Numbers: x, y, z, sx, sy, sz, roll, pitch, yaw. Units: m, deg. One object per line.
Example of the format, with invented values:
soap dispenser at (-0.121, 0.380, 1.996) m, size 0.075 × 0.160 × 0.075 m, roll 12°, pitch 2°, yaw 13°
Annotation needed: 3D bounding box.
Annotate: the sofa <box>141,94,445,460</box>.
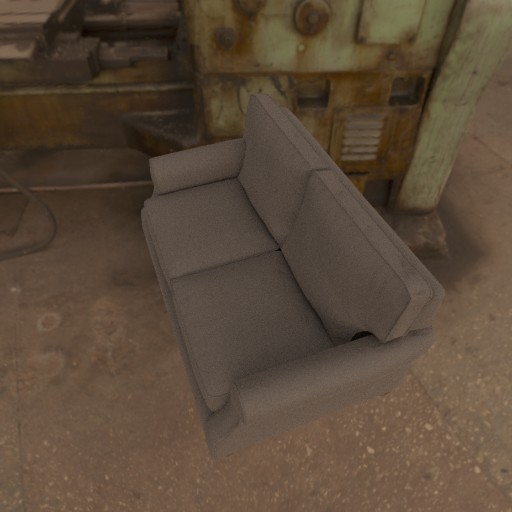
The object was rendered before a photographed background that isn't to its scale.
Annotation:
sofa at (0.000, 0.000, 2.212) m, size 0.964 × 0.937 × 1.665 m, roll -15°, pitch 49°, yaw -14°
